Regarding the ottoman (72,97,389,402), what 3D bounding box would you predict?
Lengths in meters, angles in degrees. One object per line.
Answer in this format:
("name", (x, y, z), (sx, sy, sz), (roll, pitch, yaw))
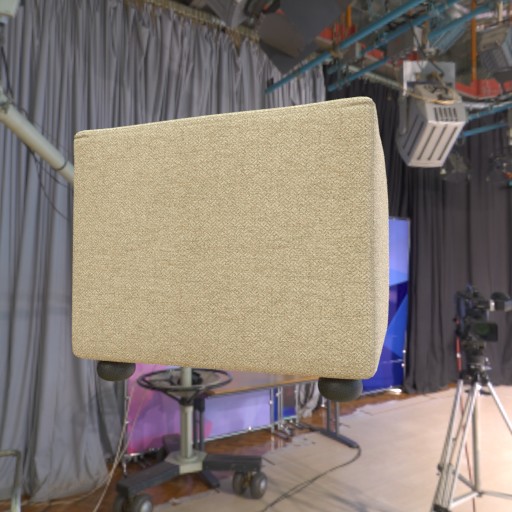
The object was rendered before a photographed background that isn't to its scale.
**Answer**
("ottoman", (0.000, 0.000, 0.892), (0.508, 0.432, 0.508), (-1, -2, 18))
